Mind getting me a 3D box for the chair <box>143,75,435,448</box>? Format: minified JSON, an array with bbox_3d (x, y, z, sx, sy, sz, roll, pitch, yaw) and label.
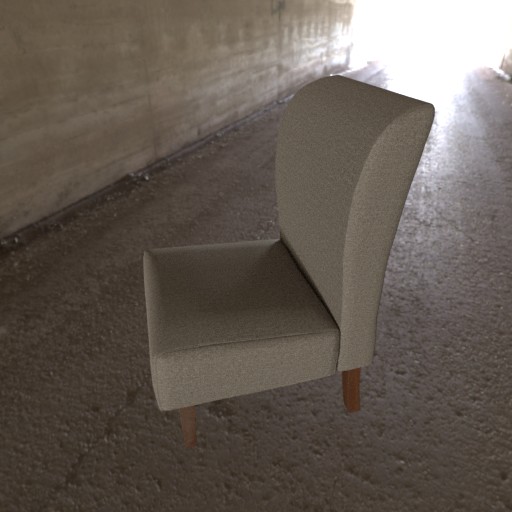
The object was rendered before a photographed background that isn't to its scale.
[{"bbox_3d":[0.000,0.000,1.139,0.592,0.804,0.513,-8,30,-14],"label":"chair"}]
